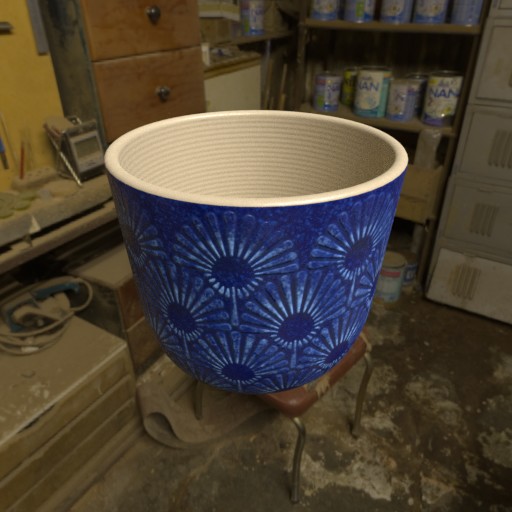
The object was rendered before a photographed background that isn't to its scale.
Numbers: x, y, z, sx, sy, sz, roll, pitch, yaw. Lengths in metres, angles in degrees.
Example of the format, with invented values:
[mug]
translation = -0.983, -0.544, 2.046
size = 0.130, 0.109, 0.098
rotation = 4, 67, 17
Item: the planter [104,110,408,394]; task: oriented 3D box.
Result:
[planter]
translation = 0.000, 0.000, 0.295
size = 0.170, 0.153, 0.170
rotation = 0, 31, 0
